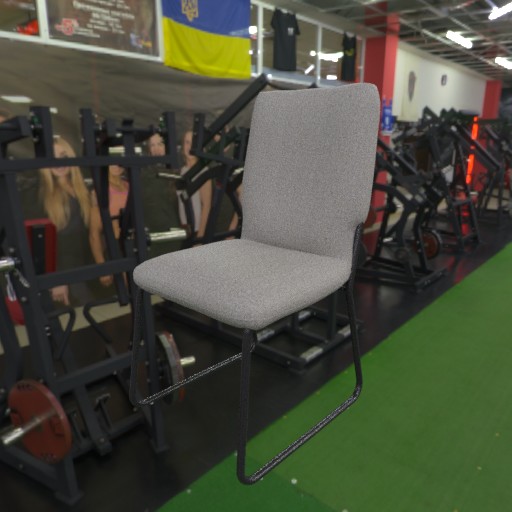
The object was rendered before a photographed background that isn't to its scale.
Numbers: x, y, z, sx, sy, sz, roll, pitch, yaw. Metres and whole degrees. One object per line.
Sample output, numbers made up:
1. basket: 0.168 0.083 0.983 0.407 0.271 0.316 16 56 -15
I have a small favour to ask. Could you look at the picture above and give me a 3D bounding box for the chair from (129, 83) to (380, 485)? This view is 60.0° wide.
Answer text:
1. chair: 0.000 0.000 1.163 0.448 0.864 0.560 14 20 41
